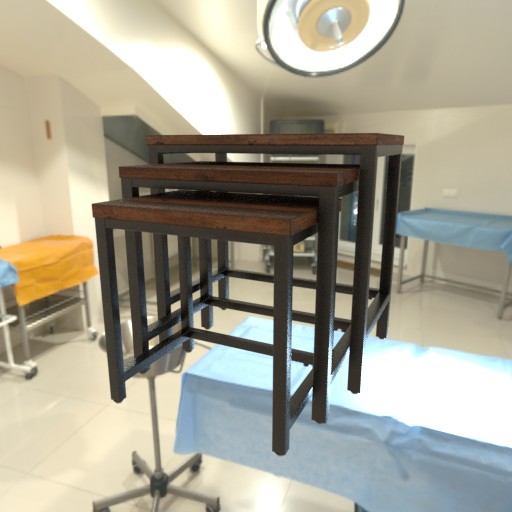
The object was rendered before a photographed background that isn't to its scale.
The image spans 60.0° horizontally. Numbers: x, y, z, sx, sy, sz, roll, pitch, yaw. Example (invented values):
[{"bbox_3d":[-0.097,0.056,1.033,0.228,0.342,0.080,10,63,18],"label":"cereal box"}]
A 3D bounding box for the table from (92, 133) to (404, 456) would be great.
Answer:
[{"bbox_3d":[0.000,0.000,1.165,0.608,0.616,0.660,7,16,25],"label":"table"}]
